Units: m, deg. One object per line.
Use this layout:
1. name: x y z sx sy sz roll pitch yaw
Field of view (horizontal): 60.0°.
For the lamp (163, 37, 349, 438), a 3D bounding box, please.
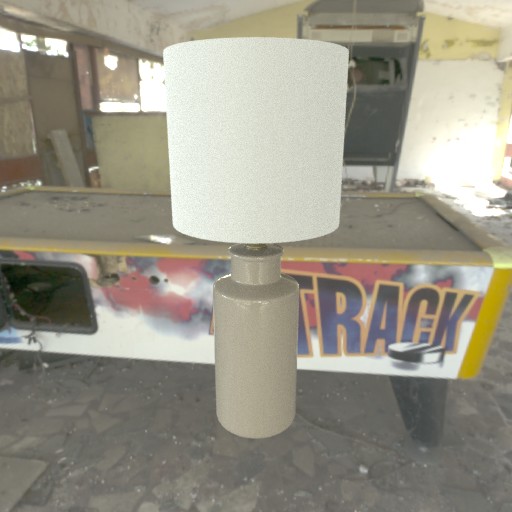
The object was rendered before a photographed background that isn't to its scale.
1. lamp: 0.000 0.000 0.588 0.212 0.493 0.212 -16 23 -42
